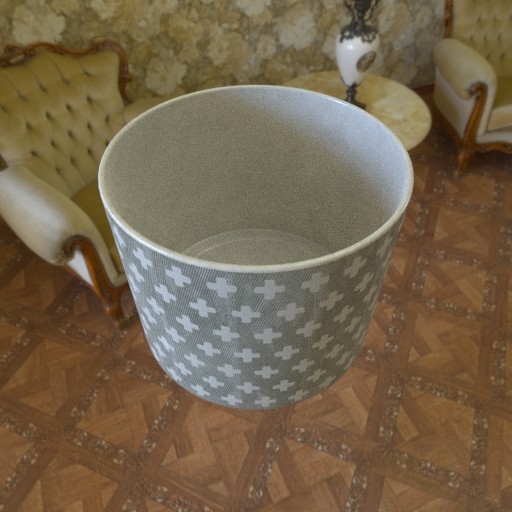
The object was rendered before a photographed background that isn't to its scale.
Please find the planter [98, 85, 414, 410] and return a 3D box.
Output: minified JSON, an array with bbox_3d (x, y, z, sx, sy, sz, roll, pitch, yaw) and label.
[{"bbox_3d":[0.000,0.000,0.339,0.190,0.181,0.190,0,47,0],"label":"planter"}]
